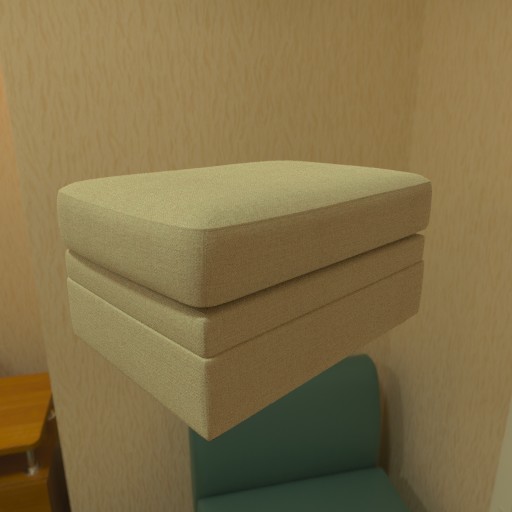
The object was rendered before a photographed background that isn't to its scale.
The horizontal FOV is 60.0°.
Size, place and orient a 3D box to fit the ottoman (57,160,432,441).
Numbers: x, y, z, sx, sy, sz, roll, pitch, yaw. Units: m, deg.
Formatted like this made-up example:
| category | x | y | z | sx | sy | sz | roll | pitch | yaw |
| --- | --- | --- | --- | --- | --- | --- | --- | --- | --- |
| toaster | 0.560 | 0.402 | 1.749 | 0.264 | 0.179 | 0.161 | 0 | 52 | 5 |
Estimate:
| category | x | y | z | sx | sy | sz | roll | pitch | yaw |
| --- | --- | --- | --- | --- | --- | --- | --- | --- | --- |
| ottoman | 0.000 | 0.000 | 1.257 | 0.885 | 0.478 | 0.637 | -16 | 23 | -42 |
